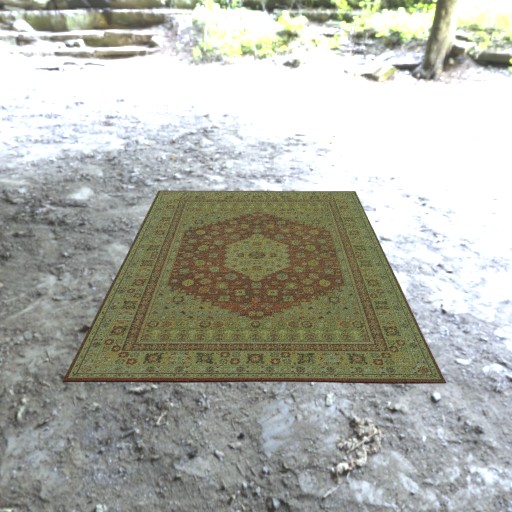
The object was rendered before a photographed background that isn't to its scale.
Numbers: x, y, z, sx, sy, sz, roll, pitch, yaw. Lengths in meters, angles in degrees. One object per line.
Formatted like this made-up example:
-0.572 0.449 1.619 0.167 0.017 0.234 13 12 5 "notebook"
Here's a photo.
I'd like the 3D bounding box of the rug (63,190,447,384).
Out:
0.000 0.000 4.056 2.387 0.013 3.053 0 31 0 "rug"
